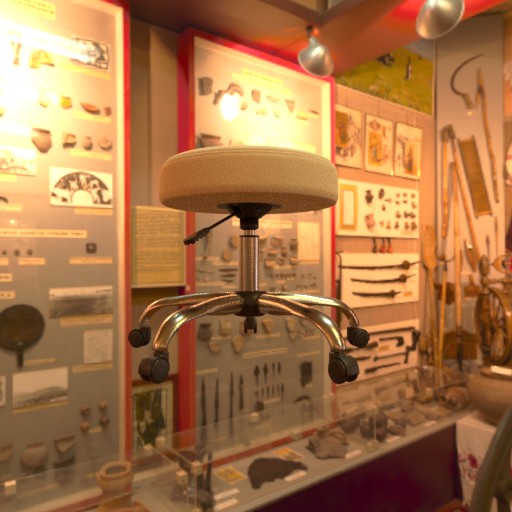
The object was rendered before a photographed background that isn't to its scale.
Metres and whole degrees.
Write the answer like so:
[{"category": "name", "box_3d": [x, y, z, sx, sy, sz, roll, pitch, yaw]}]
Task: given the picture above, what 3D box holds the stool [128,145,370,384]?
[{"category": "stool", "box_3d": [0.000, 0.000, 1.067, 0.634, 0.482, 0.614, 0, -1, -36]}]
